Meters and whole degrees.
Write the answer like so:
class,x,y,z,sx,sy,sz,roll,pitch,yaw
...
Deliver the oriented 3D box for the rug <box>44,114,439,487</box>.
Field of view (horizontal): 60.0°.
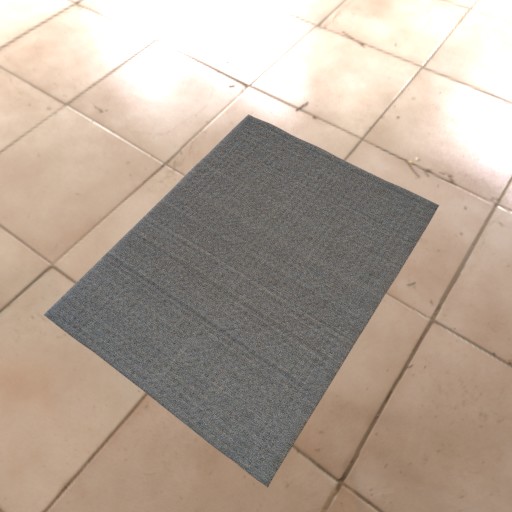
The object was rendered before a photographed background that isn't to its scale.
class,x,y,z,sx,sy,sz,roll,pitch,yaw
rug,0.000,0.000,4.307,2.443,0.007,3.200,31,64,17
